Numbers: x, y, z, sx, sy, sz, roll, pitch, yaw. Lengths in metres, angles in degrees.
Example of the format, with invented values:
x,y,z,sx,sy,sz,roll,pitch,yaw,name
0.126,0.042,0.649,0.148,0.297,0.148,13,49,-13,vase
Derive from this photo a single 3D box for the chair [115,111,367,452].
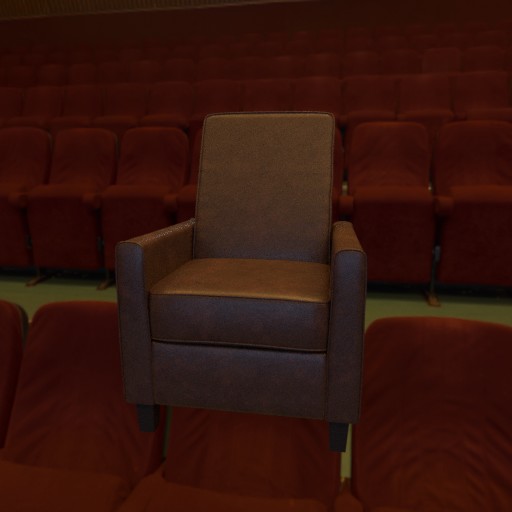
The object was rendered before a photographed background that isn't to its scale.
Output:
x,y,z,sx,sy,sz,roll,pitch,yaw,name
0.000,0.000,1.549,0.705,1.013,0.746,2,13,9,chair
